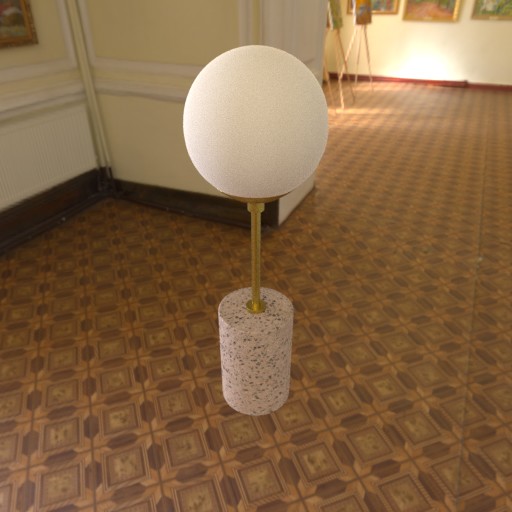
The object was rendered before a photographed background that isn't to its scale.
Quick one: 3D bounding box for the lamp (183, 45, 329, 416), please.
[{"bbox_3d":[0.000,0.000,0.557,0.153,0.480,0.153,0,31,0],"label":"lamp"}]
